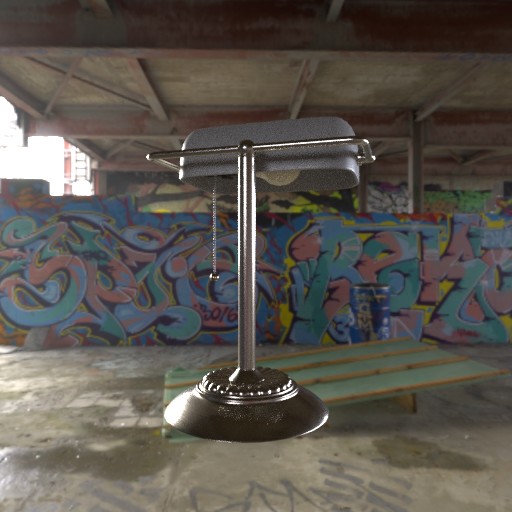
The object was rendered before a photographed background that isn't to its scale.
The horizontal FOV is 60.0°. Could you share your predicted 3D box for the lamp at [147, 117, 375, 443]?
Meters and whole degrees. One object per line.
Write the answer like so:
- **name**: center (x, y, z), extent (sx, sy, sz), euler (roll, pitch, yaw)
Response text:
- **lamp**: center (0.000, 0.000, 0.521), extent (0.264, 0.339, 0.243), euler (0, 0, 18)
